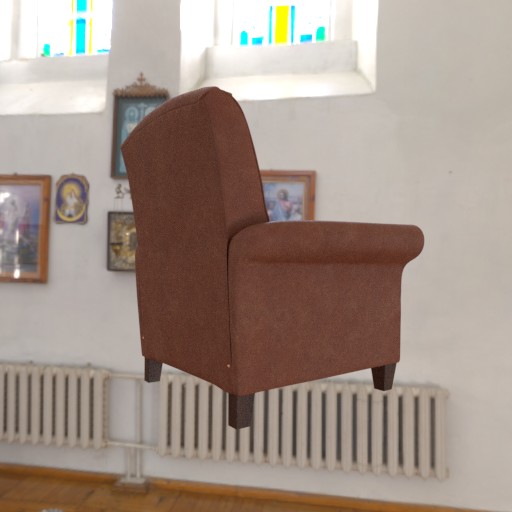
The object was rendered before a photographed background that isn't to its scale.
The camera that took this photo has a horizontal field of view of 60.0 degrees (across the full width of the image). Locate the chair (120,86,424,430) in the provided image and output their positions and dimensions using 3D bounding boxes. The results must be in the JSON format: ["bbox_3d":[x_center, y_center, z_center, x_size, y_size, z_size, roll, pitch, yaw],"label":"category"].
[{"bbox_3d":[0.000,0.000,1.815,0.902,1.061,0.978,1,-2,-36],"label":"chair"}]
